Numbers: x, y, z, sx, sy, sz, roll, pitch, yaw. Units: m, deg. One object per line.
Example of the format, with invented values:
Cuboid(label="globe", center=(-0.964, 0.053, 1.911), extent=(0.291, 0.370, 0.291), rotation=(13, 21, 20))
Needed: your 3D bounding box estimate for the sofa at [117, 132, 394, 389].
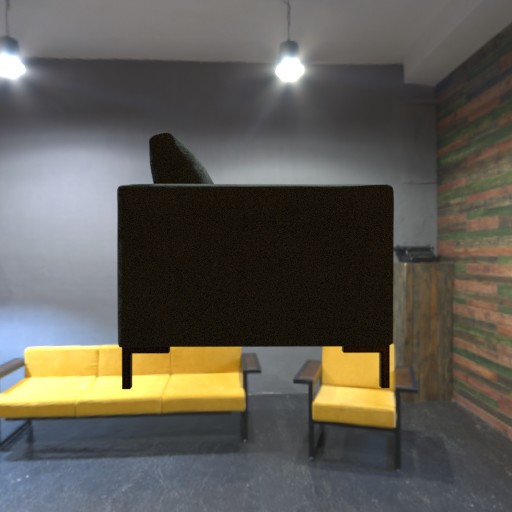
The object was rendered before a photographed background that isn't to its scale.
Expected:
Cuboid(label="sofa", center=(0.000, 0.000, 2.164), extent=(0.875, 0.817, 1.676), rotation=(0, 0, -1))
